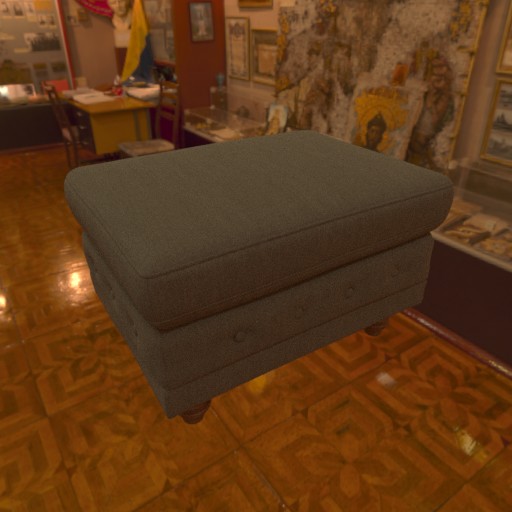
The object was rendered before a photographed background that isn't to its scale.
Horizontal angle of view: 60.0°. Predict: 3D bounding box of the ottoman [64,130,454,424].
[{"bbox_3d":[0.000,0.000,1.138,0.771,0.500,0.569,-17,34,-28],"label":"ottoman"}]
